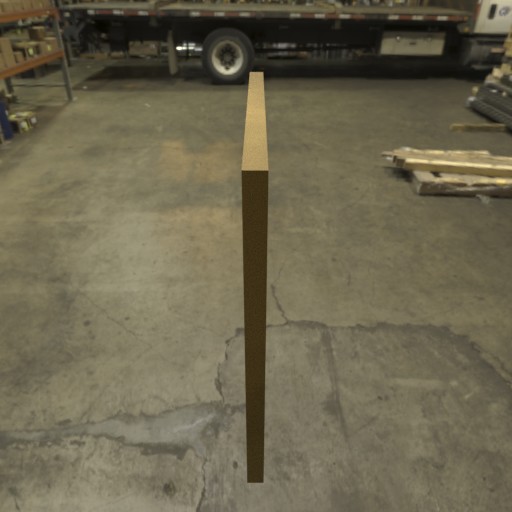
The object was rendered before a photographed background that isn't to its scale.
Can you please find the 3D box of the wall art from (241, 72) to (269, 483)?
[{"bbox_3d":[0.000,0.000,1.146,0.038,0.762,0.762,0,32,0],"label":"wall art"}]
